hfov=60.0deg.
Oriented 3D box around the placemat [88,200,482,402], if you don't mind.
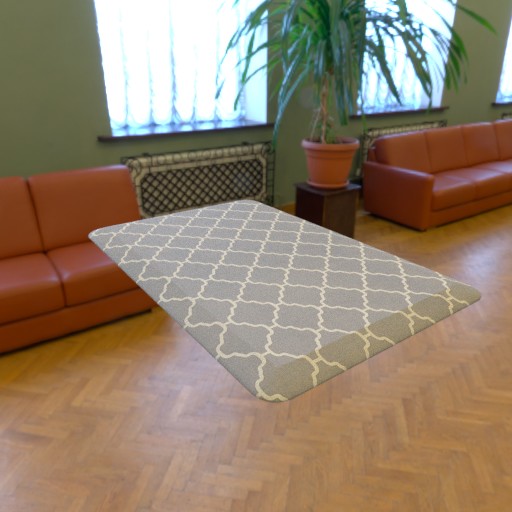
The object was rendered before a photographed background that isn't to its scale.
[{"bbox_3d":[0.000,0.000,0.957,0.508,0.021,0.762,-16,28,-32],"label":"placemat"}]
